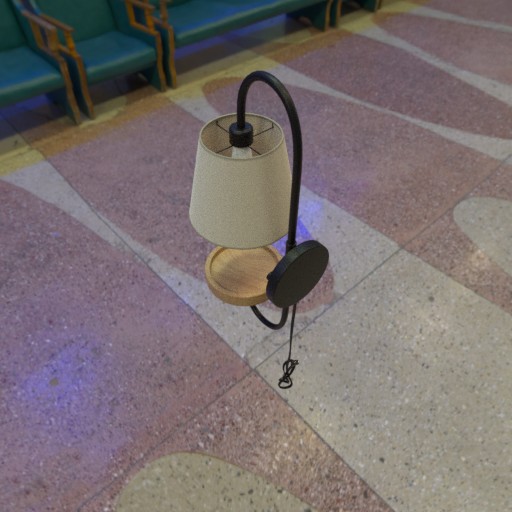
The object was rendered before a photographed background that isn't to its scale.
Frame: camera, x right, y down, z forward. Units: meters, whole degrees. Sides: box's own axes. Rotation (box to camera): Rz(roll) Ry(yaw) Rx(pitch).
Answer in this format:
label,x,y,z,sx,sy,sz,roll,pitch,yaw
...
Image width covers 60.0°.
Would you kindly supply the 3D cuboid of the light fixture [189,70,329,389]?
label,x,y,z,sx,sy,sz,roll,pitch,yaw
light fixture,0.000,0.000,0.956,0.220,0.821,0.299,-31,54,-26
